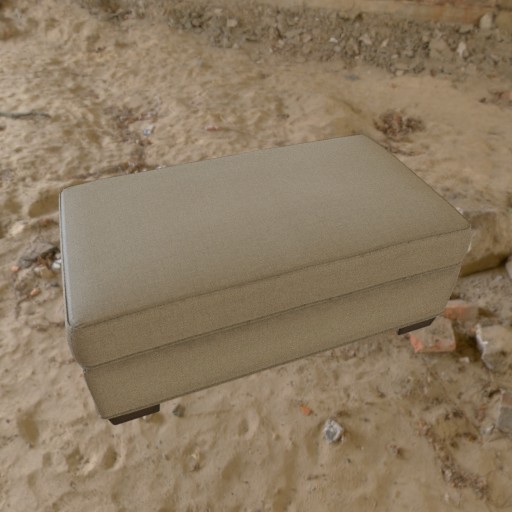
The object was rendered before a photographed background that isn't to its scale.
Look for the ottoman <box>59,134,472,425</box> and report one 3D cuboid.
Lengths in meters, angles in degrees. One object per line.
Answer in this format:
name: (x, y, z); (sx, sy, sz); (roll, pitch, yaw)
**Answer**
ottoman: (0.000, 0.000, 1.408); (1.097, 0.461, 0.617); (-14, 44, -15)
